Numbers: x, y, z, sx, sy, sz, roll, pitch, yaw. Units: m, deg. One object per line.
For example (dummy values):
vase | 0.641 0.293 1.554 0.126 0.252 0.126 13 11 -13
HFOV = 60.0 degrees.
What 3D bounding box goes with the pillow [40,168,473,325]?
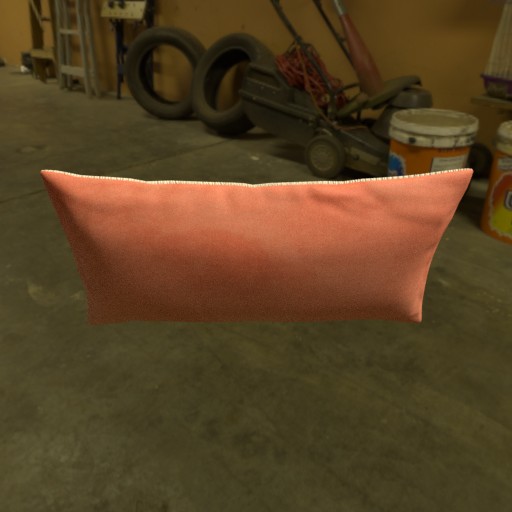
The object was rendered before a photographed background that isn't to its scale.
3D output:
pillow | 0.000 0.000 0.716 0.608 0.307 0.155 0 30 0
